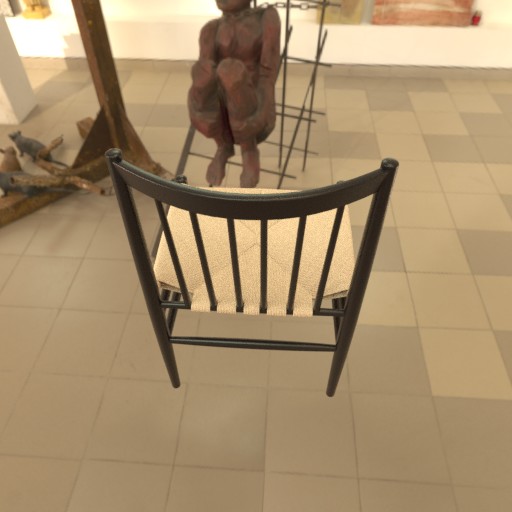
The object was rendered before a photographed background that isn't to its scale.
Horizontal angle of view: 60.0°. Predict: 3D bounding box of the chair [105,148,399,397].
[{"bbox_3d":[0.000,0.000,1.137,0.495,0.818,0.516,2,47,2],"label":"chair"}]
